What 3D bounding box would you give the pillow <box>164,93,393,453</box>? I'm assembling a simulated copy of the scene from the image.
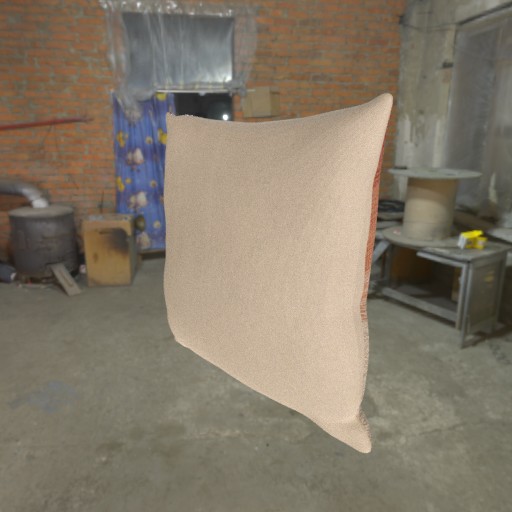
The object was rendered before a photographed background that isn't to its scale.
[{"bbox_3d":[0.000,0.000,0.670,0.182,0.441,0.440,-15,21,-42],"label":"pillow"}]
